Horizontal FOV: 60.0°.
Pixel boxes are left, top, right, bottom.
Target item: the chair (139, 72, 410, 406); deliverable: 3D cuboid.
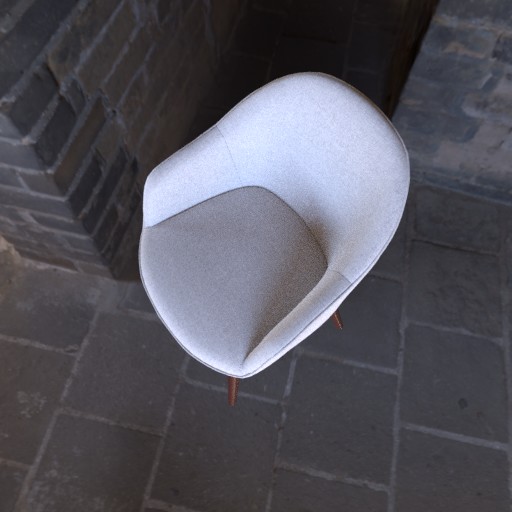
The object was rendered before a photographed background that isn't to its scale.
[{"bbox_3d":[0.000,0.000,1.269,0.635,0.823,0.596,-32,67,-15],"label":"chair"}]
